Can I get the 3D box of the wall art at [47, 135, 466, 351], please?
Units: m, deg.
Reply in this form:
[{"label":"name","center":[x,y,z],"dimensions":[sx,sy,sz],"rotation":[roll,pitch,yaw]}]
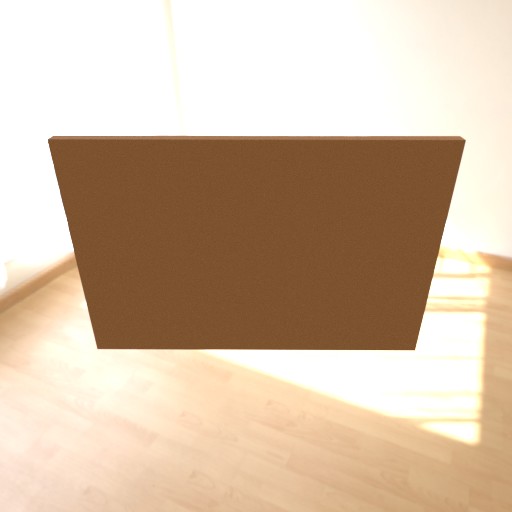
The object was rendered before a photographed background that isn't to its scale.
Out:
[{"label":"wall art","center":[0.000,0.000,1.136],"dimensions":[0.915,0.608,0.033],"rotation":[0,30,0]}]
